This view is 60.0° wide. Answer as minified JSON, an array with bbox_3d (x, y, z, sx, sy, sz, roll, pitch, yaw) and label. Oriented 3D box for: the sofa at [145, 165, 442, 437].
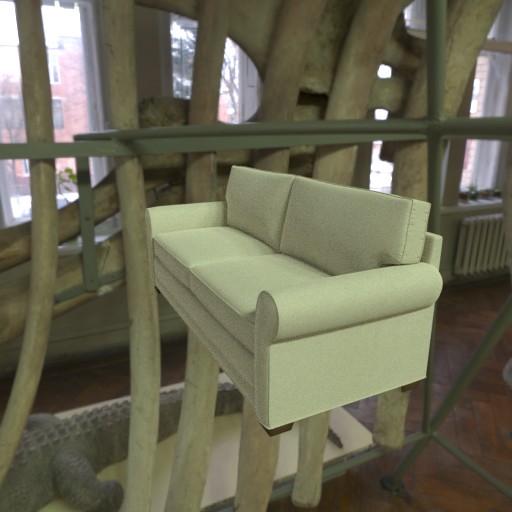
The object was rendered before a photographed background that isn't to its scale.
[{"bbox_3d":[0.000,0.000,2.731,0.901,0.962,2.146,-8,18,-25],"label":"sofa"}]
